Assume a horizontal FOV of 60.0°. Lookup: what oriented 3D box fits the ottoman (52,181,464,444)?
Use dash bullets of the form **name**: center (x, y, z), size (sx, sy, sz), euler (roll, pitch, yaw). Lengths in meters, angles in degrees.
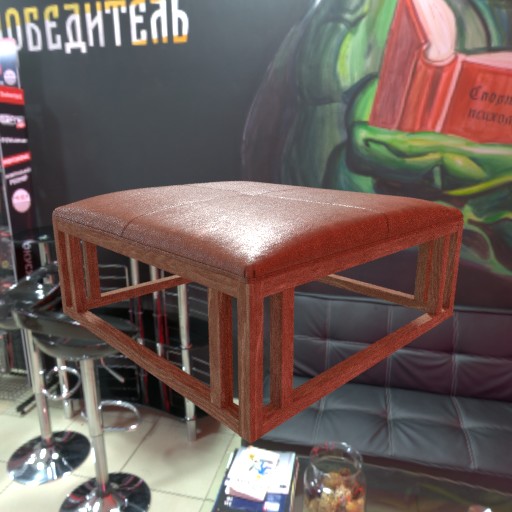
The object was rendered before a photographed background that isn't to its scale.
- **ottoman**: center (0.000, 0.000, 1.569), size (1.013, 0.442, 1.016), euler (-14, 20, -42)
